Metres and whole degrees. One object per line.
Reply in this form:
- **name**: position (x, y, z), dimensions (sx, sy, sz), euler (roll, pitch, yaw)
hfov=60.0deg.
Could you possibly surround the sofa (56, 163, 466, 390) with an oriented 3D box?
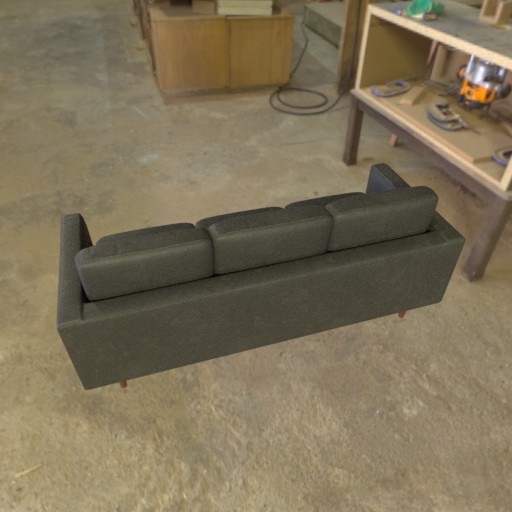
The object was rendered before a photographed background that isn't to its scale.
- **sofa**: position (0.000, 0.000, 2.548), dimensions (2.029, 0.899, 0.879), euler (-11, 42, -13)
